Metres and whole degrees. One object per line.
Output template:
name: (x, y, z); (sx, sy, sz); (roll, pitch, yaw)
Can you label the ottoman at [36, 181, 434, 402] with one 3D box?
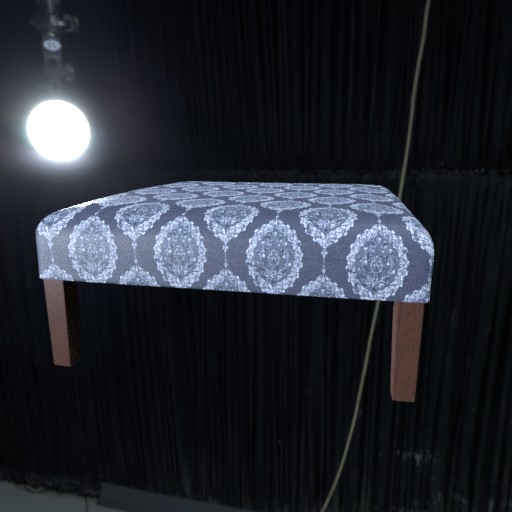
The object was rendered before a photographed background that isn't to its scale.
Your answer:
ottoman: (0.000, 0.000, 1.401); (0.889, 0.409, 0.890); (3, 14, 11)
